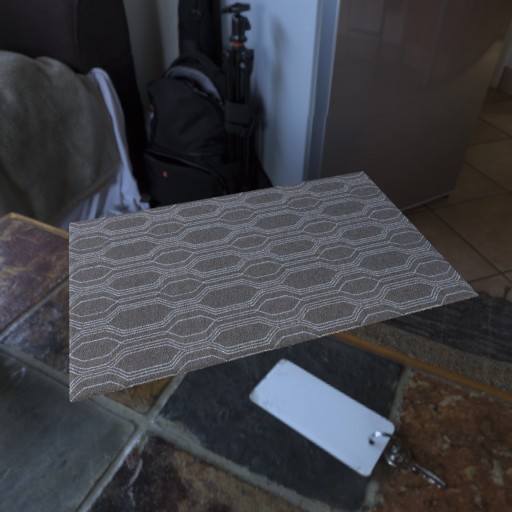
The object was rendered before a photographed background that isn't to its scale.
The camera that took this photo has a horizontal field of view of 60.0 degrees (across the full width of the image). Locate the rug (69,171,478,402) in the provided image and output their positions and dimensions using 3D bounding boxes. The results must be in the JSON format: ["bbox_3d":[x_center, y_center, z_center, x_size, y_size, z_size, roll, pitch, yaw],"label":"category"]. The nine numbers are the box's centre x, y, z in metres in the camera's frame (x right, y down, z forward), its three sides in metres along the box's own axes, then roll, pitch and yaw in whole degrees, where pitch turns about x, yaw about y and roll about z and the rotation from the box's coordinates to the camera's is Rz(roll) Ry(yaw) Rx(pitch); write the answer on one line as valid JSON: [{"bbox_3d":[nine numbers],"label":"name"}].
[{"bbox_3d":[0.000,0.000,3.057,2.457,0.012,1.541,-12,43,-13],"label":"rug"}]
